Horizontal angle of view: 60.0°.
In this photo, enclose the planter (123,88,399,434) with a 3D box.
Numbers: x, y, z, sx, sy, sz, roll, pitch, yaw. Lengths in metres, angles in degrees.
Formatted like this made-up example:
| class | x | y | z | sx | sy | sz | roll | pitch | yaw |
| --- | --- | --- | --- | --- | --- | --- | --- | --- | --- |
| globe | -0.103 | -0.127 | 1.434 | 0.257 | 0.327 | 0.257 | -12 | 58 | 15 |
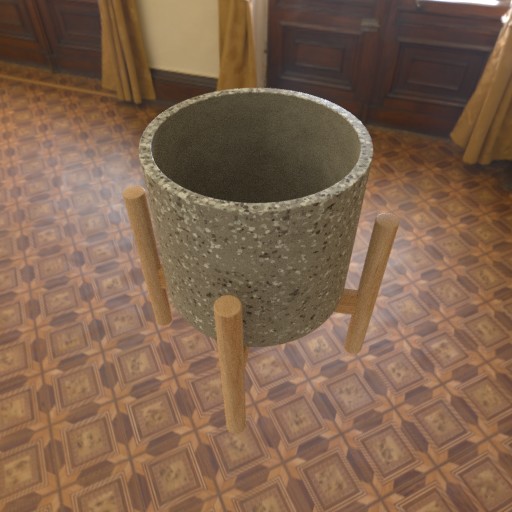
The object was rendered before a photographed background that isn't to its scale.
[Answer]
| class | x | y | z | sx | sy | sz | roll | pitch | yaw |
| --- | --- | --- | --- | --- | --- | --- | --- | --- | --- |
| planter | 0.000 | 0.000 | 0.539 | 0.284 | 0.320 | 0.284 | 24 | 50 | 22 |
